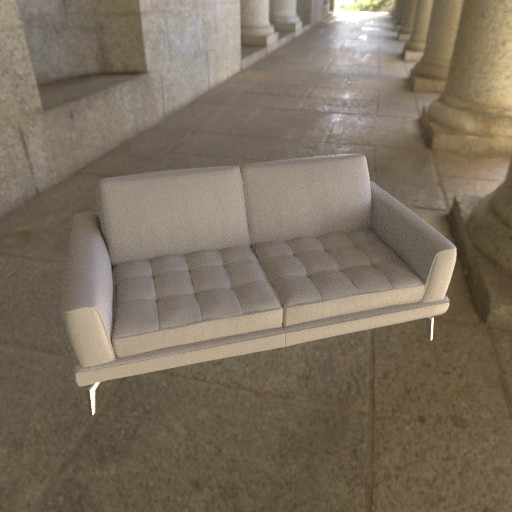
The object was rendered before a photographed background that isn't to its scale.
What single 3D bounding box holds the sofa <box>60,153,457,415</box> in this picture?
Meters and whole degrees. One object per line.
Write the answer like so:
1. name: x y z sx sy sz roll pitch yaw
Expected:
1. sofa: 0.000 0.000 2.745 2.177 0.930 1.121 -8 33 -13
